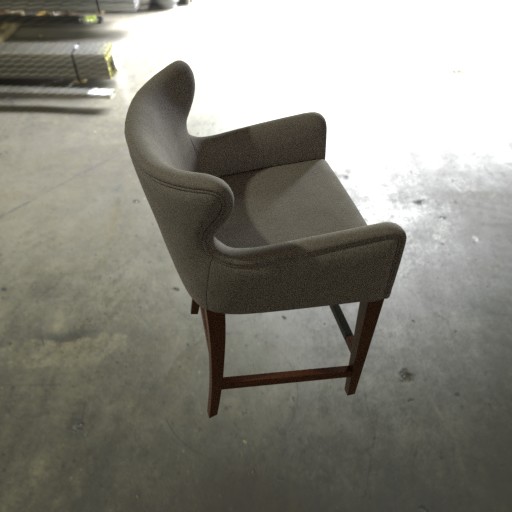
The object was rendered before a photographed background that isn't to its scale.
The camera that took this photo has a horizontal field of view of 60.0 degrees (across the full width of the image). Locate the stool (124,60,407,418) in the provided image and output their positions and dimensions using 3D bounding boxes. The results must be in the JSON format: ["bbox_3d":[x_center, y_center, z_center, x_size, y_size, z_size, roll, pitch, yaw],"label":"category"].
[{"bbox_3d":[0.000,0.000,1.301,0.575,0.951,0.575,-10,46,-9],"label":"stool"}]
